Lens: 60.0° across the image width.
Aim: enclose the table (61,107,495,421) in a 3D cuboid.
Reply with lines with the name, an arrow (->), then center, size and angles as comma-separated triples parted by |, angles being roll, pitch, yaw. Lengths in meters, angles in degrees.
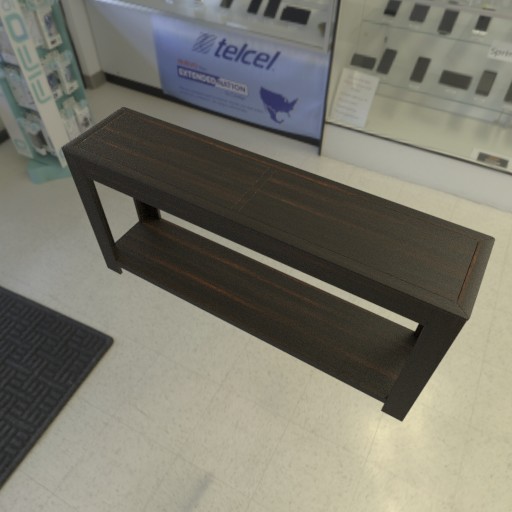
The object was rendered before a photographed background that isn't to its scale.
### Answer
table -> 0.000, 0.000, 1.925 | 1.631, 0.762, 0.384 | 24, 53, 20
